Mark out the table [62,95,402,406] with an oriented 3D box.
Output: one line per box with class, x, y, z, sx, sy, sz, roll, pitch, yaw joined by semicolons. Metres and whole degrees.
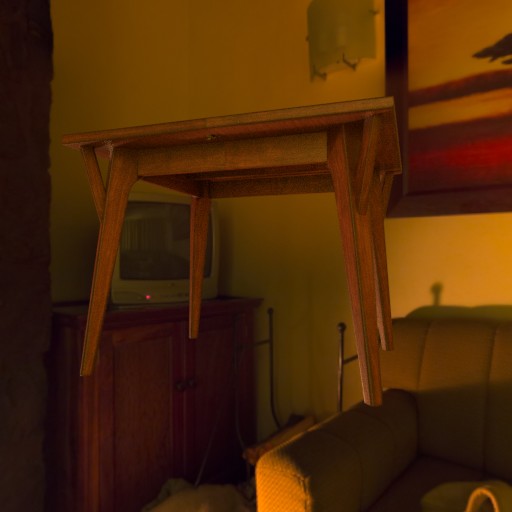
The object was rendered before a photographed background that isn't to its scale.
table;0.000;0.000;1.610;0.991;0.761;0.838;0;-1;19
